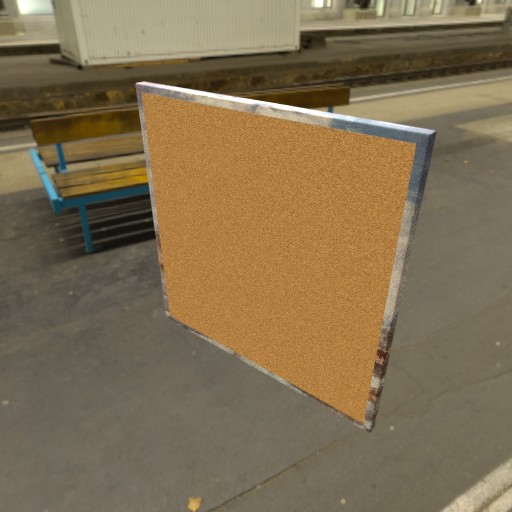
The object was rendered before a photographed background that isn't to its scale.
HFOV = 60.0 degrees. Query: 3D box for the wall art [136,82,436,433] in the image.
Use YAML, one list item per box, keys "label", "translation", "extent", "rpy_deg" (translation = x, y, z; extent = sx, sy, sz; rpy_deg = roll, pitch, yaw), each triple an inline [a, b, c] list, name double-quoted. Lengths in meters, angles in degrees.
- label: "wall art"
  translation: [0.000, 0.000, 1.337]
  extent: [0.888, 0.897, 0.035]
  rpy_deg: [22, 37, 32]
